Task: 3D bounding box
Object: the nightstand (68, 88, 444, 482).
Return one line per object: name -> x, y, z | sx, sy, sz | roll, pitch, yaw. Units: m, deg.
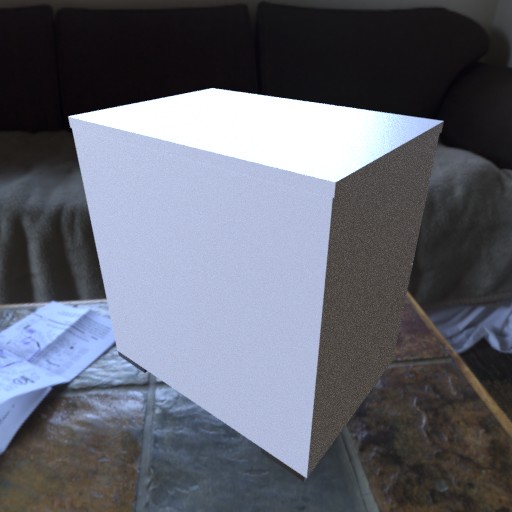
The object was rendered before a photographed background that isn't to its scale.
nightstand -> 0.000, 0.000, 0.755 | 0.441, 0.460, 0.325 | 21, 36, 32
